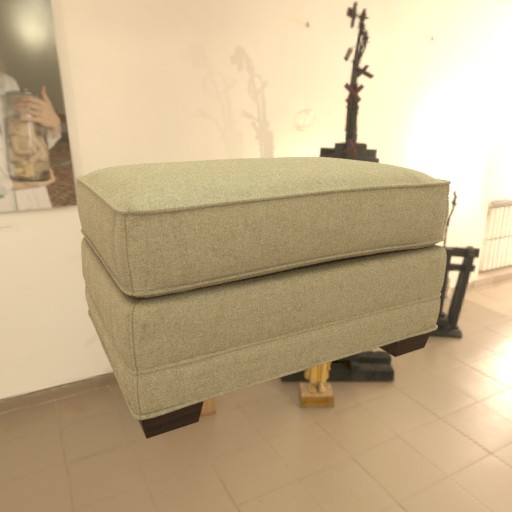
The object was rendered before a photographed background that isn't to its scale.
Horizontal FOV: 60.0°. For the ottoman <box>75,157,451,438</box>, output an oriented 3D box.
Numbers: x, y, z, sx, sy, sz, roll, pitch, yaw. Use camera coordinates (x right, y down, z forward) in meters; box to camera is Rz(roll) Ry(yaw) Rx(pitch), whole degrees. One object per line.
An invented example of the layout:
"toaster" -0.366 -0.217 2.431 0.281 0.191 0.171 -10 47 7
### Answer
"ottoman" 0.000 0.000 1.212 0.848 0.508 0.611 -9 19 -27
